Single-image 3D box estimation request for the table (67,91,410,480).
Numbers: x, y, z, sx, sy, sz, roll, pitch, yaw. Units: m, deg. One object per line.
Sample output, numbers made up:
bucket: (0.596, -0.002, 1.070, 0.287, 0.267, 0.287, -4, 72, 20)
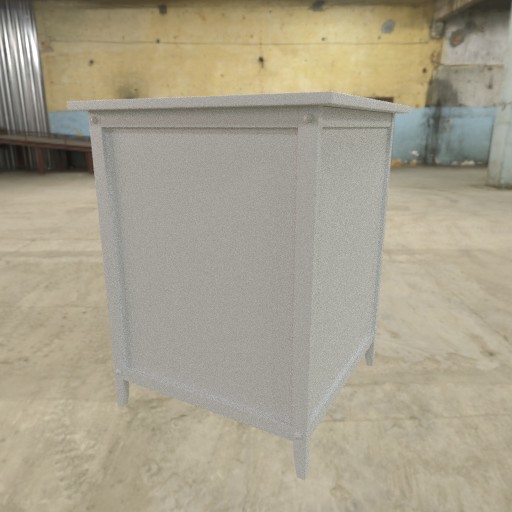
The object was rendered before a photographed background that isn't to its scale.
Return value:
table: (0.000, 0.000, 0.743, 0.381, 0.483, 0.381, 9, 19, 28)
